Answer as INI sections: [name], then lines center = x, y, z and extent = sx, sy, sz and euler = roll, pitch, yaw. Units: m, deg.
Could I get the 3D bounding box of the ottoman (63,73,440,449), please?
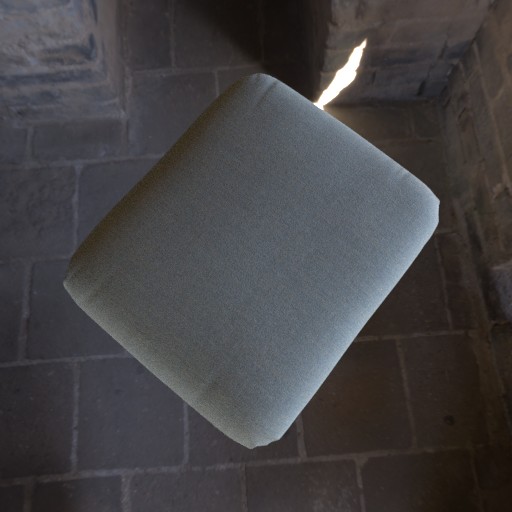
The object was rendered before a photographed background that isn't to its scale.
[ottoman]
center = 0.000, 0.000, 1.163
extent = 0.622, 0.450, 0.747
euler = 38, 80, 8
